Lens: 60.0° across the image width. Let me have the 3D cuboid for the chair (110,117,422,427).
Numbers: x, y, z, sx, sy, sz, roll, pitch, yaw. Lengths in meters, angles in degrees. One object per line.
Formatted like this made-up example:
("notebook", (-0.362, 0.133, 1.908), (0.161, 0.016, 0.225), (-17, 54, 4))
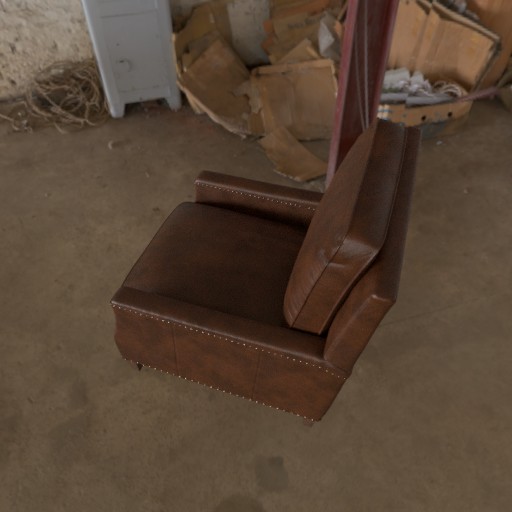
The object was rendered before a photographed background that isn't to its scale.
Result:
("chair", (0.000, 0.000, 1.821), (1.035, 1.054, 0.854), (14, 49, 13))
